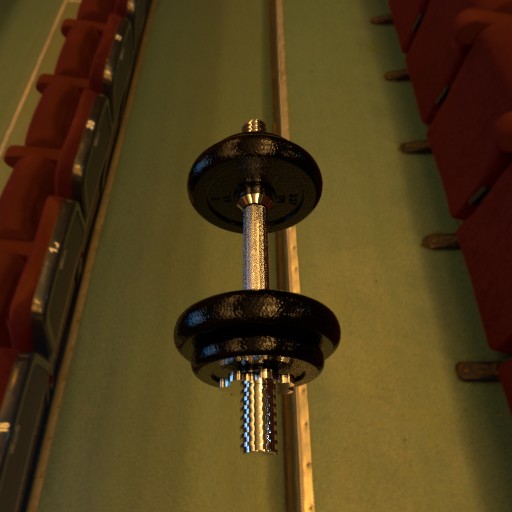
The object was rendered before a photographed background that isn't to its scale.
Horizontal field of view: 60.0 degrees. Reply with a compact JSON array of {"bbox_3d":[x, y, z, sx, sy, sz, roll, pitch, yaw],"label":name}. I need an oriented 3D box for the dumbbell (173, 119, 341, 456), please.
[{"bbox_3d":[0.000,0.000,0.602,0.202,0.202,0.497,-1,58,0],"label":"dumbbell"}]
